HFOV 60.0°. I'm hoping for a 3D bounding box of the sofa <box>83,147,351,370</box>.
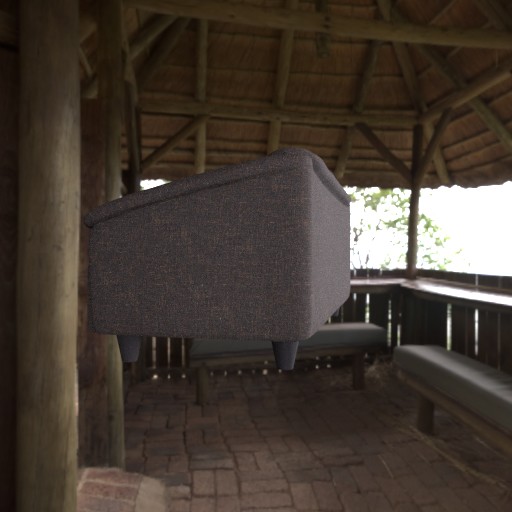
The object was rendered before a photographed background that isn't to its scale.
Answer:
[{"bbox_3d":[0.000,0.000,2.331,0.887,0.790,1.849,0,1,17],"label":"sofa"}]
